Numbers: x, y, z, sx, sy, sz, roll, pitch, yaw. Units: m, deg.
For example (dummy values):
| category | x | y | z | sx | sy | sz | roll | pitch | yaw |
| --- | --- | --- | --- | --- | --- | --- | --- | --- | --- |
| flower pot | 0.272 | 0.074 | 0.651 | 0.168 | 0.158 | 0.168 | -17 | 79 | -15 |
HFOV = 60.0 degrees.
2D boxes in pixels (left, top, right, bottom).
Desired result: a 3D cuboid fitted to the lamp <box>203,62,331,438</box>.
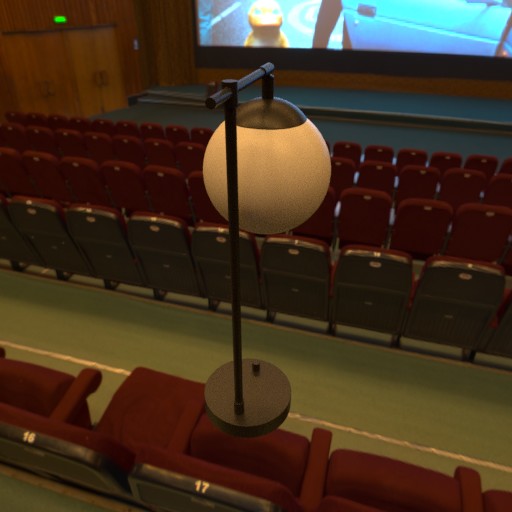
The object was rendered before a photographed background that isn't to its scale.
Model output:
| category | x | y | z | sx | sy | sz | roll | pitch | yaw |
| --- | --- | --- | --- | --- | --- | --- | --- | --- | --- |
| lamp | 0.000 | 0.000 | 0.703 | 0.197 | 0.559 | 0.316 | 9 | 33 | 14 |
